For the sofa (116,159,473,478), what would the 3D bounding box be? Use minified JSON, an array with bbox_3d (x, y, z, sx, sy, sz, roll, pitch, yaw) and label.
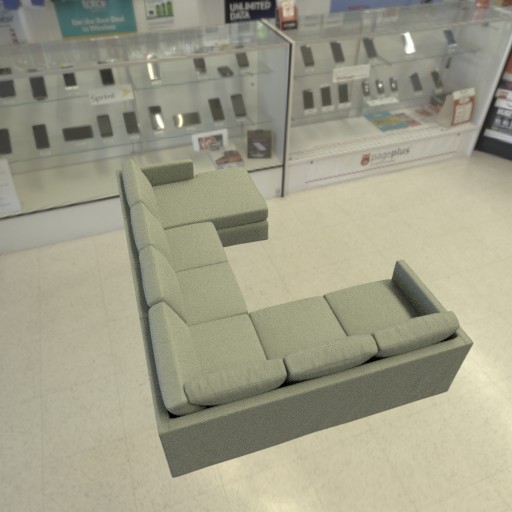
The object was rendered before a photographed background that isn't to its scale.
[{"bbox_3d":[0.000,0.000,4.507,2.427,0.882,3.460,-12,43,-13],"label":"sofa"}]
